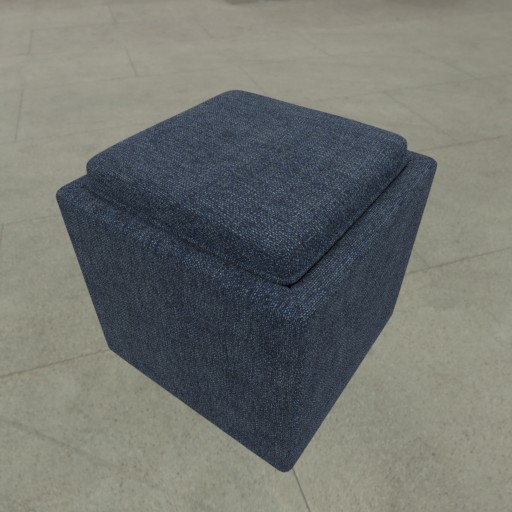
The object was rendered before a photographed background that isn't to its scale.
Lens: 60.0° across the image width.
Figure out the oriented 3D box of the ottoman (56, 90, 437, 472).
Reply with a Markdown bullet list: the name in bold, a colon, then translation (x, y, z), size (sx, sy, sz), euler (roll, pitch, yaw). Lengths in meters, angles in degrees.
- **ottoman**: translation (0.000, 0.000, 0.822), size (0.450, 0.460, 0.450), euler (25, 47, 26)
